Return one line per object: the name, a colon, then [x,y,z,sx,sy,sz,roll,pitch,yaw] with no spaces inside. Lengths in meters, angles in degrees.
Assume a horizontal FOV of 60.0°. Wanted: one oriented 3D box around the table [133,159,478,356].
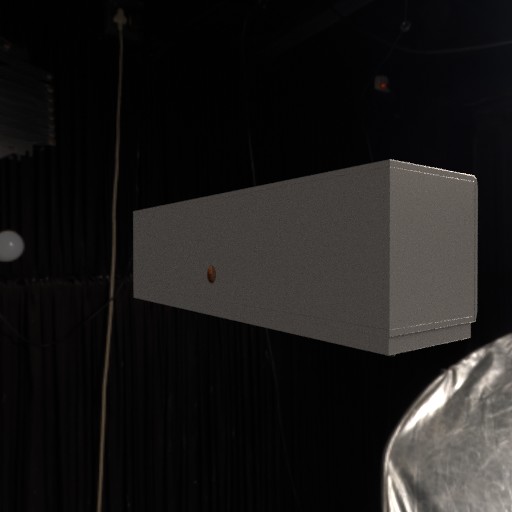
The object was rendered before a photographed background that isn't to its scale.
table: [0.000,0.000,1.723,0.400,0.440,1.550,0,1,-36]
